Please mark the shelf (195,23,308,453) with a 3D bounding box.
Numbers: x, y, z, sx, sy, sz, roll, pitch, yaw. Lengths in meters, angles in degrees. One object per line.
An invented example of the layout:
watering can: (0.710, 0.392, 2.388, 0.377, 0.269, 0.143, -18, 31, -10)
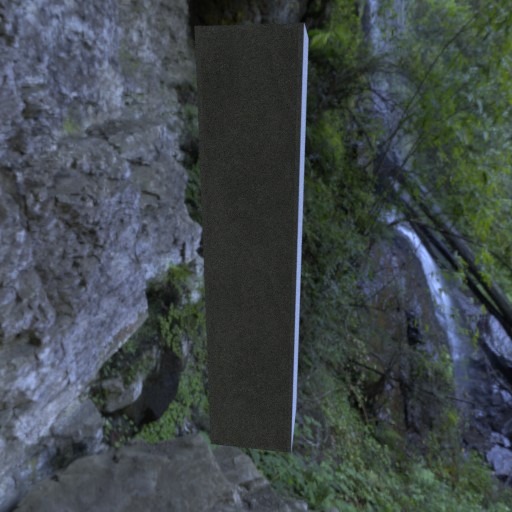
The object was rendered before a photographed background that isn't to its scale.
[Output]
shelf: (0.000, 0.000, 1.539, 0.300, 1.400, 0.270, 3, 18, 8)
